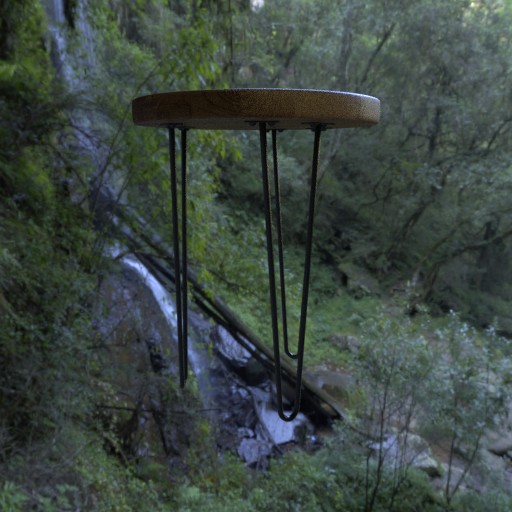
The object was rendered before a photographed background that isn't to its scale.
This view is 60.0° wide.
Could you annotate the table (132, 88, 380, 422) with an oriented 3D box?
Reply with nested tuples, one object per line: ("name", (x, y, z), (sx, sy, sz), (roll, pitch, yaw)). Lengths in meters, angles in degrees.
("table", (0.000, 0.000, 0.798), (0.400, 0.520, 0.400), (0, 14, 0))
